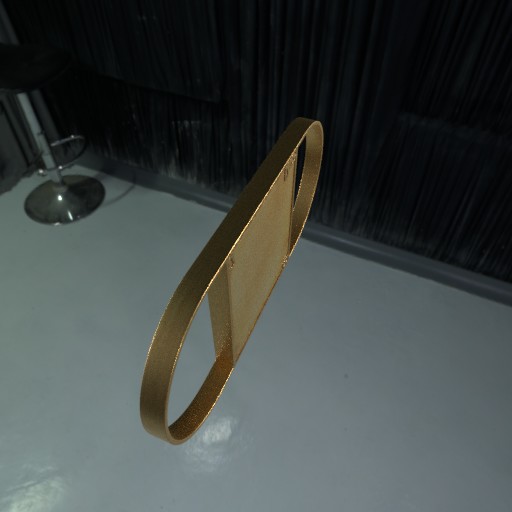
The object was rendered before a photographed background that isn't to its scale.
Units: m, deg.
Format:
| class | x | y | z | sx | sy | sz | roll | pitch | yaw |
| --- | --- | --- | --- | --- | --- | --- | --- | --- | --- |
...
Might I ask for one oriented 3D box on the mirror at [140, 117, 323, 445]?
| class | x | y | z | sx | sy | sz | roll | pitch | yaw |
| --- | --- | --- | --- | --- | --- | --- | --- | --- | --- |
| mirror | 0.000 | 0.000 | 0.679 | 0.032 | 0.254 | 0.584 | 17 | 50 | 15 |
